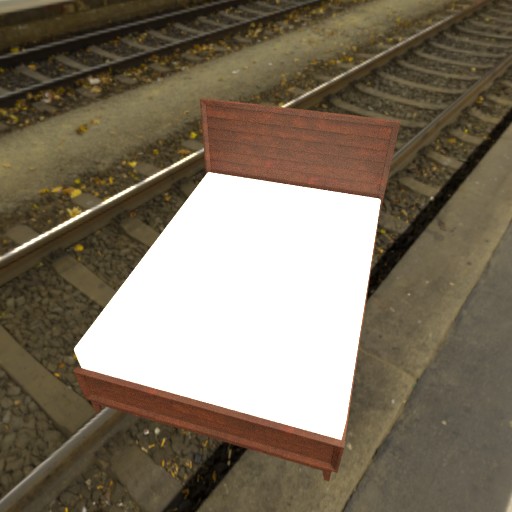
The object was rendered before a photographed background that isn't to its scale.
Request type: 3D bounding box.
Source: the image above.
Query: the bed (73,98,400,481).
[{"bbox_3d":[0.000,0.000,3.110,1.600,1.270,2.184,11,42,13],"label":"bed"}]
